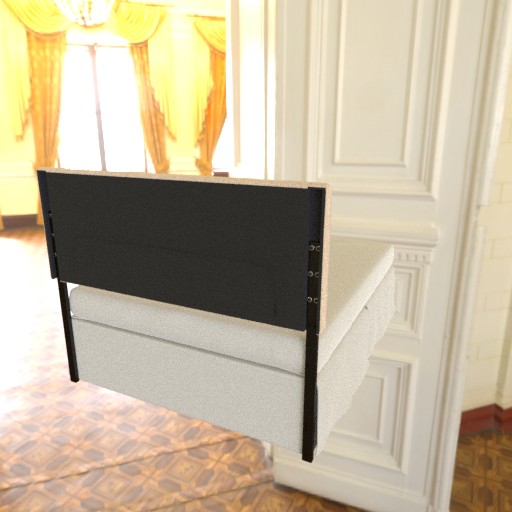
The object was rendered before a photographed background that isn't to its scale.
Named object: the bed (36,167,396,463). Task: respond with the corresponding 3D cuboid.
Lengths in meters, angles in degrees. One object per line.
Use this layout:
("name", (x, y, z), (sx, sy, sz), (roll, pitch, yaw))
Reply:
("bed", (0.000, 0.000, 2.999), (1.643, 1.270, 1.978), (8, 18, 25))
